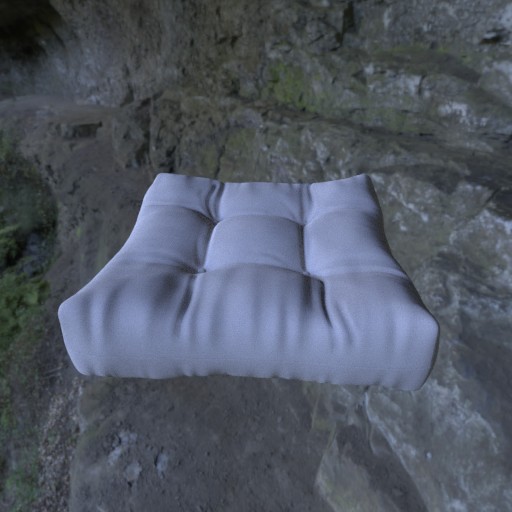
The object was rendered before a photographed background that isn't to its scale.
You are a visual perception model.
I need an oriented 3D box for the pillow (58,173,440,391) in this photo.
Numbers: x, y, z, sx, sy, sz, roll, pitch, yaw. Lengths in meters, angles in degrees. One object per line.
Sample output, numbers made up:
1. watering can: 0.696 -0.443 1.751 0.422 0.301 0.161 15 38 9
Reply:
1. pillow: 0.000 0.000 0.732 0.468 0.128 0.490 2 31 3
